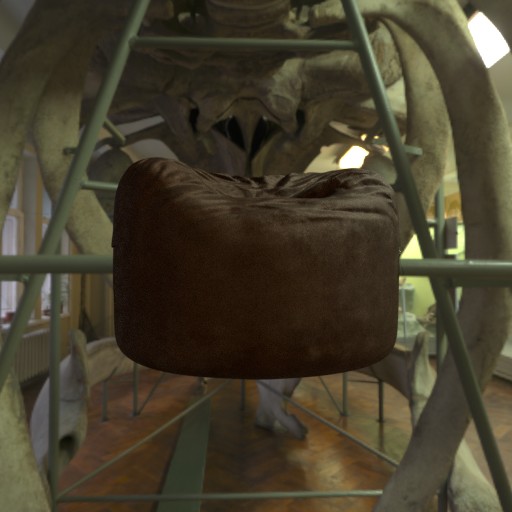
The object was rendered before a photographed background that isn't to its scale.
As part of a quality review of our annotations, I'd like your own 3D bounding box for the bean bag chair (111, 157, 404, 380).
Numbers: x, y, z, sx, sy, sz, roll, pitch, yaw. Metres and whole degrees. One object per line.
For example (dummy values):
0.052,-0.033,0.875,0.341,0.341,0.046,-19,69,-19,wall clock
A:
0.000,0.000,1.482,0.918,0.616,0.918,0,-1,0,bean bag chair
